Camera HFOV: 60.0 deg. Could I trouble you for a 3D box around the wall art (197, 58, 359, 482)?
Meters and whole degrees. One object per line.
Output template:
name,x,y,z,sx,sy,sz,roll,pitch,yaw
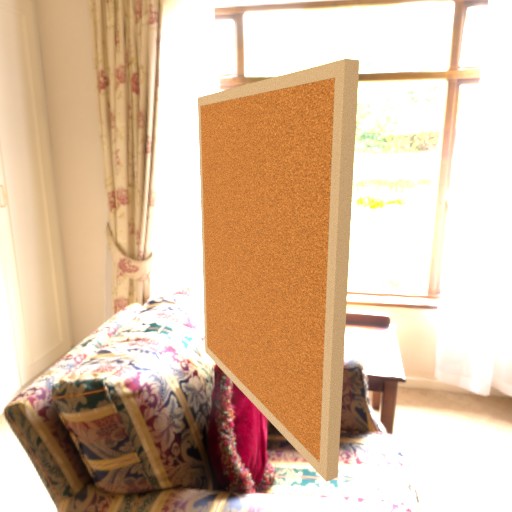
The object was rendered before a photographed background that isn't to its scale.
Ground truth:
wall art,0.000,0.000,0.734,0.020,0.536,0.444,-7,16,-27
